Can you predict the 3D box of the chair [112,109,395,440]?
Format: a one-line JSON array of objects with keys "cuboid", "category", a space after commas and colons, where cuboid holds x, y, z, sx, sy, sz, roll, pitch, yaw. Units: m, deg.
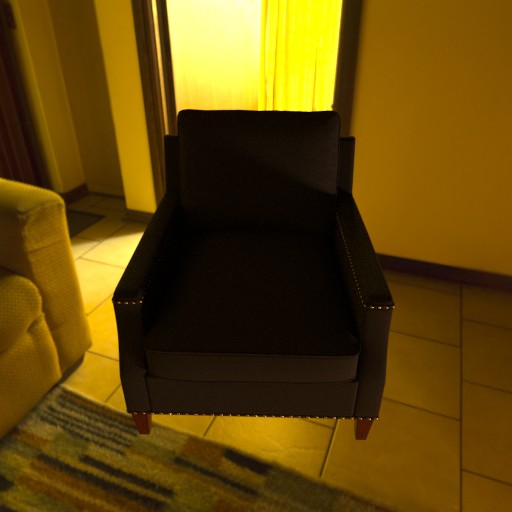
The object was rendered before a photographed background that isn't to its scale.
[{"cuboid": [0.000, 0.000, 1.715, 0.853, 0.943, 1.014, 1, 31, 1], "category": "chair"}]
